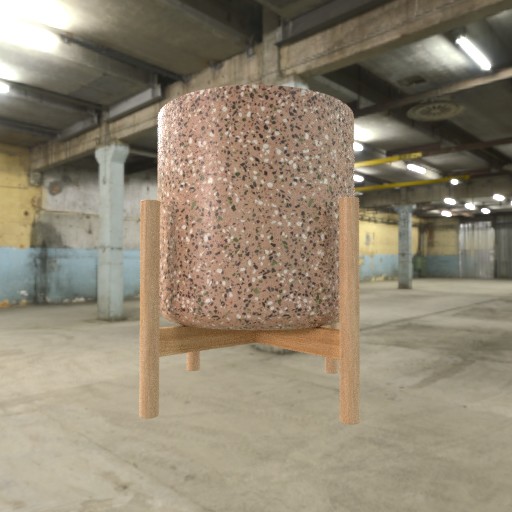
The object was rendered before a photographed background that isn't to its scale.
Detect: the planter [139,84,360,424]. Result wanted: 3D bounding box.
[{"bbox_3d":[0.000,0.000,0.697,0.360,0.419,0.360,0,-1,-18],"label":"planter"}]
